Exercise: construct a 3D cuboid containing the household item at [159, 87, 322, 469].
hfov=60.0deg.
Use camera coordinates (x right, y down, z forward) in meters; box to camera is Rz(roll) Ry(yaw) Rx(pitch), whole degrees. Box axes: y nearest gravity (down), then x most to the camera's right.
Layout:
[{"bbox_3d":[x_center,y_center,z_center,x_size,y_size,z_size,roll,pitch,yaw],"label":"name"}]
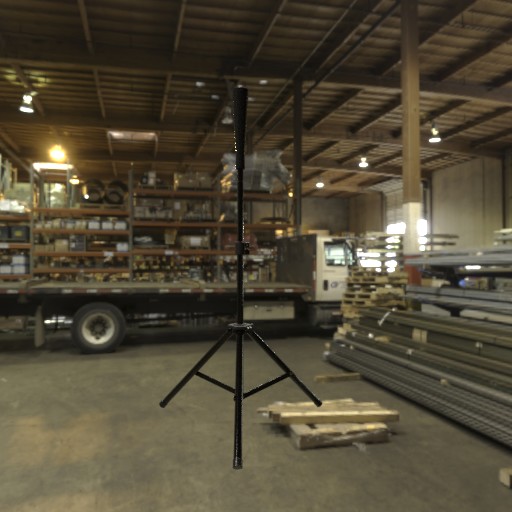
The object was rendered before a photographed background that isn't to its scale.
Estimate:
[{"bbox_3d":[0.000,0.000,1.392,0.559,1.067,0.559,0,-1,-16],"label":"household item"}]
